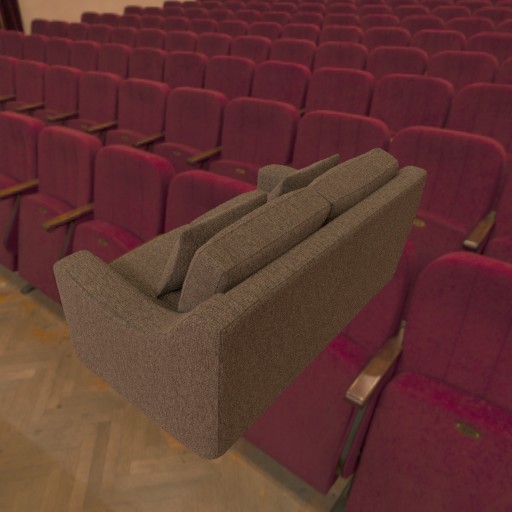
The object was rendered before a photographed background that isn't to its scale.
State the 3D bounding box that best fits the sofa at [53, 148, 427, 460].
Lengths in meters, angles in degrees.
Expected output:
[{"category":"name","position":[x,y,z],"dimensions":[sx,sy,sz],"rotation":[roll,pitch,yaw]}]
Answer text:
[{"category":"sofa","position":[0.000,0.000,2.395],"dimensions":[1.120,0.991,1.778],"rotation":[23,39,32]}]
